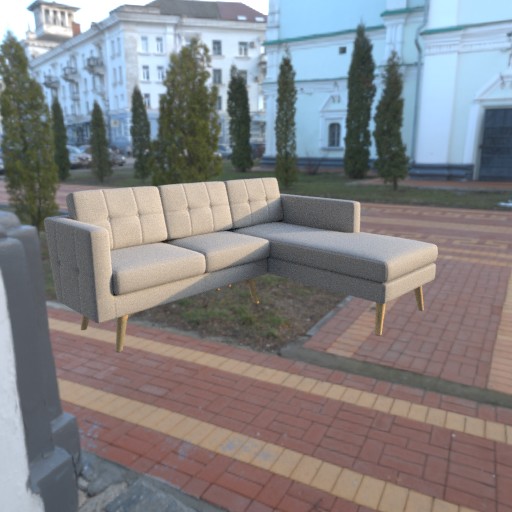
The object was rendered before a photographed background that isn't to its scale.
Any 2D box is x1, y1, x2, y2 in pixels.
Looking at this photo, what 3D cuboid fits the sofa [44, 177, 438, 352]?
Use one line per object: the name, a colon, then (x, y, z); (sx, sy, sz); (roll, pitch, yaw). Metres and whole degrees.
sofa: (0.000, 0.000, 2.847); (1.530, 0.860, 2.040); (13, 19, 43)
